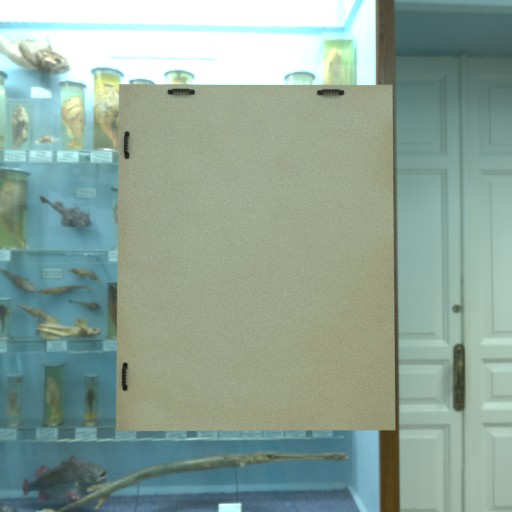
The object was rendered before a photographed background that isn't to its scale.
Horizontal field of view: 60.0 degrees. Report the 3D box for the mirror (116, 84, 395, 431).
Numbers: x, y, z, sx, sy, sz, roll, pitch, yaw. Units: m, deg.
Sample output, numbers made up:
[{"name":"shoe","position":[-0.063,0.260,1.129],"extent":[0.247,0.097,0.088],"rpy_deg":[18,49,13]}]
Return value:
[{"name":"mirror","position":[0.000,0.000,0.666],"extent":[0.406,0.509,0.041],"rpy_deg":[0,-2,-1]}]
